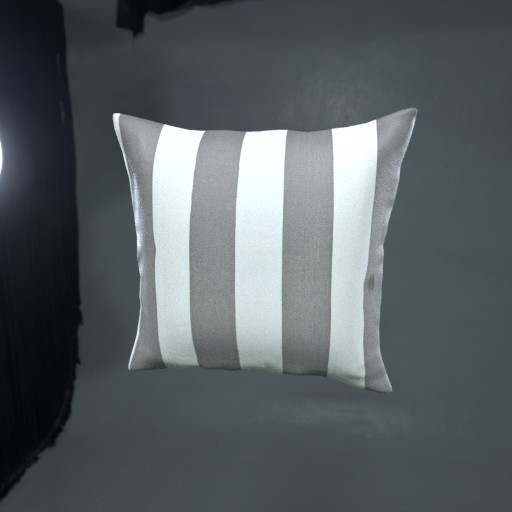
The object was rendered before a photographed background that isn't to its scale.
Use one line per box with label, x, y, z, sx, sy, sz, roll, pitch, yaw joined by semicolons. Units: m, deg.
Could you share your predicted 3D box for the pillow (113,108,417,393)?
pillow;0.000;0.000;0.808;0.522;0.507;0.192;2;13;9
